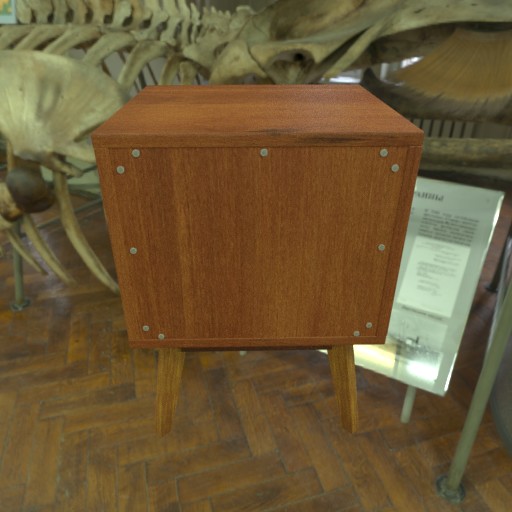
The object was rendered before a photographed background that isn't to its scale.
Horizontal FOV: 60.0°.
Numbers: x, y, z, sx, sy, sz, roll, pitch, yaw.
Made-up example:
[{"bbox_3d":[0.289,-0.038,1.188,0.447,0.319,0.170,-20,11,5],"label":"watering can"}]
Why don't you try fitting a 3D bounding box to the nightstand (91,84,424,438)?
[{"bbox_3d":[0.000,0.000,0.934,0.460,0.618,0.411,-1,30,-1],"label":"nightstand"}]
